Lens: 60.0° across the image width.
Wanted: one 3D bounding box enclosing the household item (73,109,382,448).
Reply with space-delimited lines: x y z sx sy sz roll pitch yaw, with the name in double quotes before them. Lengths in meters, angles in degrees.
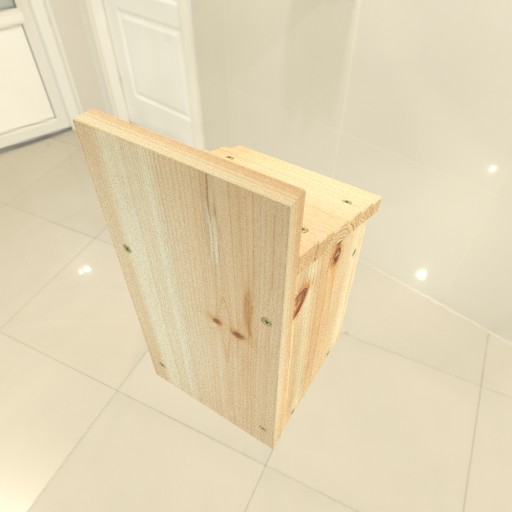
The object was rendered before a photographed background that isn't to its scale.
"household item" 0.000 0.000 0.388 0.149 0.300 0.171 25 51 22
